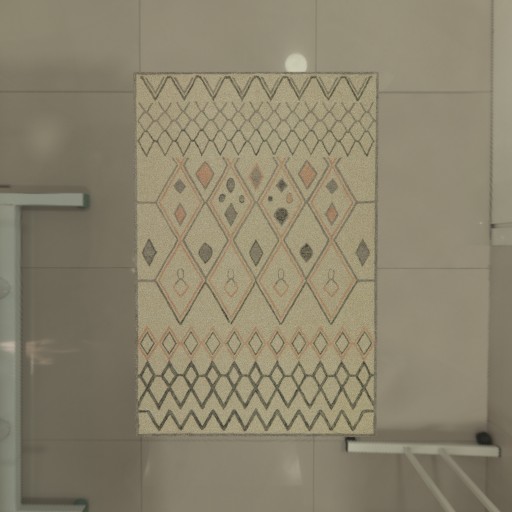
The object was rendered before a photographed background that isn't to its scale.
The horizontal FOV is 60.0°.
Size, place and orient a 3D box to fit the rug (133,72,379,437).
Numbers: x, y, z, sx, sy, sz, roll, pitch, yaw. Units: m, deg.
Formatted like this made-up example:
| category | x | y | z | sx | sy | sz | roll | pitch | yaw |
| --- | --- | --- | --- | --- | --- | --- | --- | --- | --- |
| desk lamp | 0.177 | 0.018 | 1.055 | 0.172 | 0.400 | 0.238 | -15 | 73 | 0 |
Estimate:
| category | x | y | z | sx | sy | sz | roll | pitch | yaw |
| --- | --- | --- | --- | --- | --- | --- | --- | --- | --- |
| rug | 0.000 | 0.000 | 2.224 | 1.219 | 0.016 | 1.829 | 0 | 91 | 0 |
